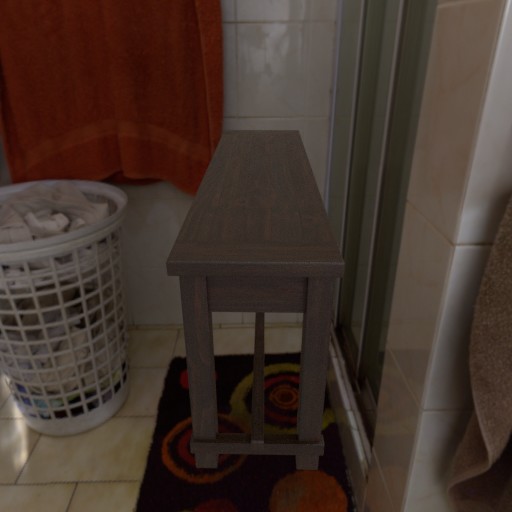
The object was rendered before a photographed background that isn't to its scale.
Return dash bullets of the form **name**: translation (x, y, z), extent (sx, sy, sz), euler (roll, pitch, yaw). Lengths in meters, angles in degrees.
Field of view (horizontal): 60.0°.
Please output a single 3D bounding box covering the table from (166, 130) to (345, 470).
- **table**: translation (0.000, 0.000, 1.903), extent (0.442, 0.762, 1.599), euler (1, 26, 1)
